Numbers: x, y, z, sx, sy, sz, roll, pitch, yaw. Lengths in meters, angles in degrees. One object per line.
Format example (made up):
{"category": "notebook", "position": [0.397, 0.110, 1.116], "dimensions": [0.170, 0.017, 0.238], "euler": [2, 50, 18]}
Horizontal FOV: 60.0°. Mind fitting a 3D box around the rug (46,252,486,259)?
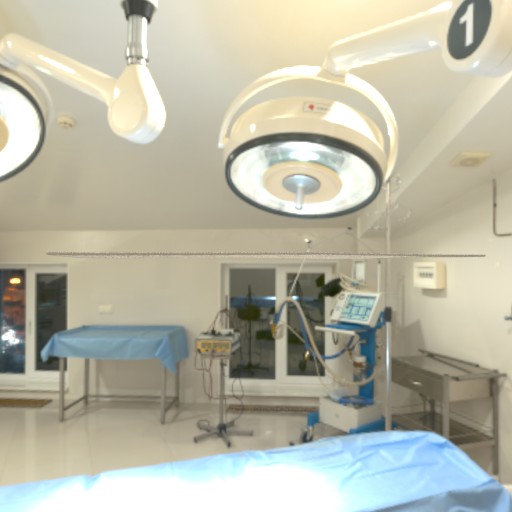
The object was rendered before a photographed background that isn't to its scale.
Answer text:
{"category": "rug", "position": [0.000, 0.000, 2.282], "dimensions": [1.804, 0.022, 1.162], "euler": [0, -1, -16]}
